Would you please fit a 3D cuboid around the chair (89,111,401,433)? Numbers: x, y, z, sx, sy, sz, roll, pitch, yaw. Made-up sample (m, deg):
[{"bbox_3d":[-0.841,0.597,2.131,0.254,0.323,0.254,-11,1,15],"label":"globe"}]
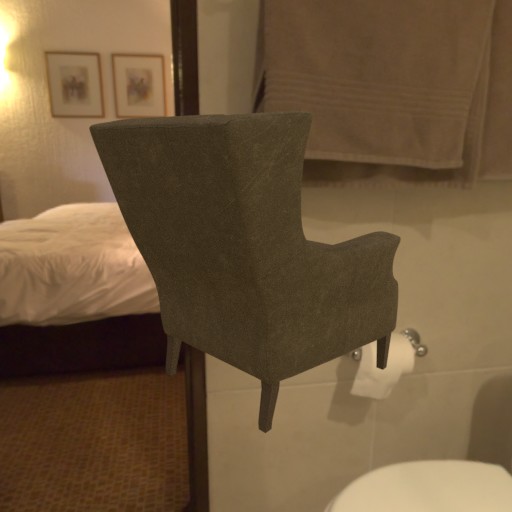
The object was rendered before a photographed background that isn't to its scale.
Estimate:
[{"bbox_3d":[0.000,0.000,1.695,0.853,1.016,0.926,14,20,42],"label":"chair"}]
